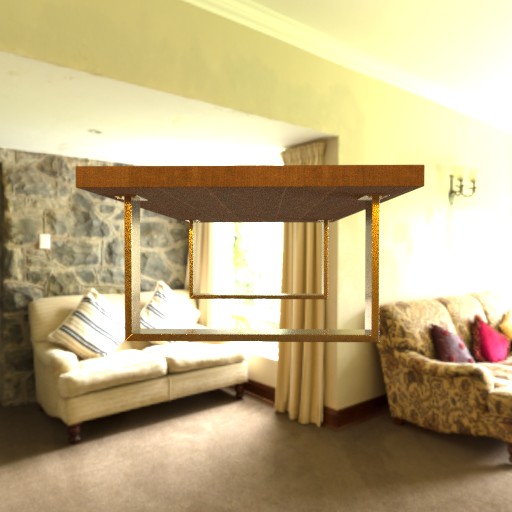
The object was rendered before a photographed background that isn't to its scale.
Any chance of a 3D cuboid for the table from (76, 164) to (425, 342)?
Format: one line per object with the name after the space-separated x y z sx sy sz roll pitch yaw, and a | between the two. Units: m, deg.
0.000 0.000 1.717 0.800 0.440 1.400 0 1 1 | table
